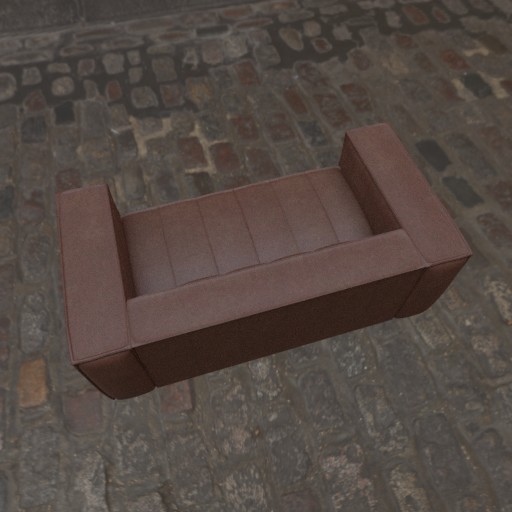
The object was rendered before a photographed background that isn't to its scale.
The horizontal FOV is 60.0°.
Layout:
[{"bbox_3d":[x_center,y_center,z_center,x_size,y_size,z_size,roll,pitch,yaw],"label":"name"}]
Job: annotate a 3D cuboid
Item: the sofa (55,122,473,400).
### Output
[{"bbox_3d":[0.000,0.000,2.662,2.088,0.703,1.102,-14,59,-9],"label":"sofa"}]
